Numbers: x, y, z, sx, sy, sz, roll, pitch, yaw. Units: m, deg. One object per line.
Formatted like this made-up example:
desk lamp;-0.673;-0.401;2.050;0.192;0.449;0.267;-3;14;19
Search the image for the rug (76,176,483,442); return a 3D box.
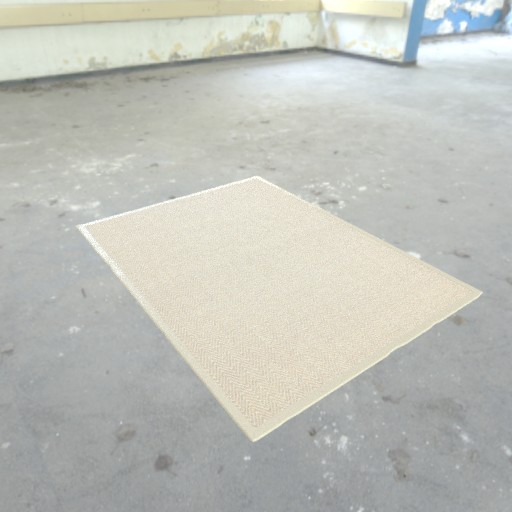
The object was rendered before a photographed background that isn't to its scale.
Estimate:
rug;0.000;0.000;4.806;2.734;0.037;3.659;-21;38;-30
